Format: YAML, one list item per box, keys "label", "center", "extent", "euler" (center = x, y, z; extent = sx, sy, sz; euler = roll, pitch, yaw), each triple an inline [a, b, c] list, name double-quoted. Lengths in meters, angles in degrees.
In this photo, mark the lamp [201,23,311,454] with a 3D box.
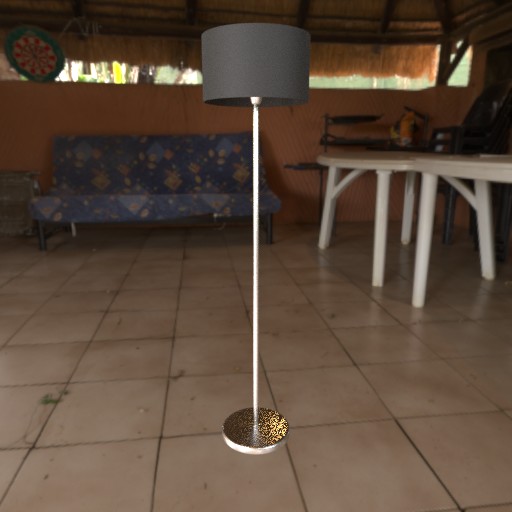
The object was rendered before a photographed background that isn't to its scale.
- label: "lamp"
  center: [0.000, 0.000, 1.595]
  extent: [0.348, 1.443, 0.348]
  euler: [-2, 14, -8]
